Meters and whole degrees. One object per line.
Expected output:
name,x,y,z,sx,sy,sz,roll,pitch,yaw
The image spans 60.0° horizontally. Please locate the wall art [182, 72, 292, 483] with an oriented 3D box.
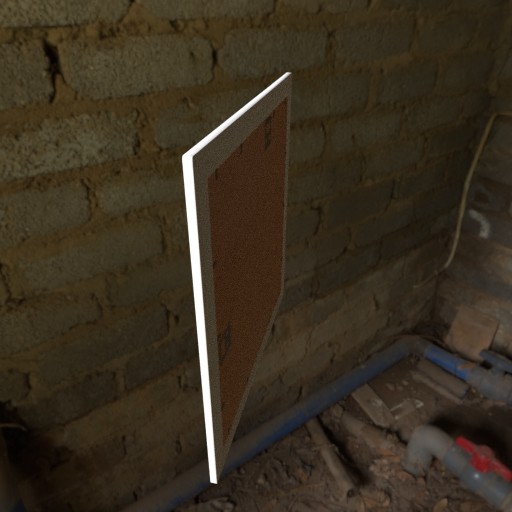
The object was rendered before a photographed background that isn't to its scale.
wall art,0.000,0.000,0.863,0.013,0.584,0.584,8,32,12
